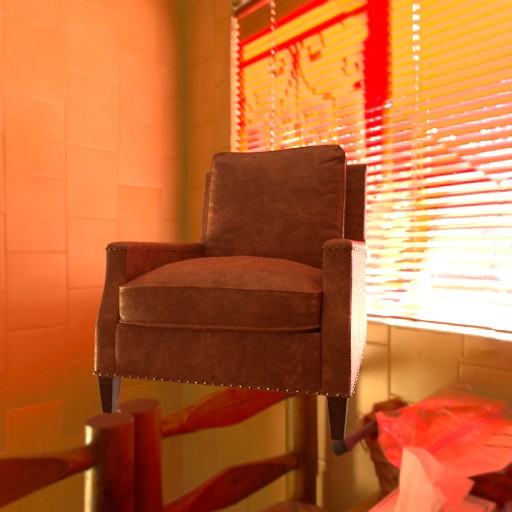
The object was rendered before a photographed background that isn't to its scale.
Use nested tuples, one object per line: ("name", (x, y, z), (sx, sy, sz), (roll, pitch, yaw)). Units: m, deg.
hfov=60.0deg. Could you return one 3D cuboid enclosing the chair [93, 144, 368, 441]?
("chair", (0.000, 0.000, 1.822), (0.854, 1.054, 1.035), (0, 0, 17))
